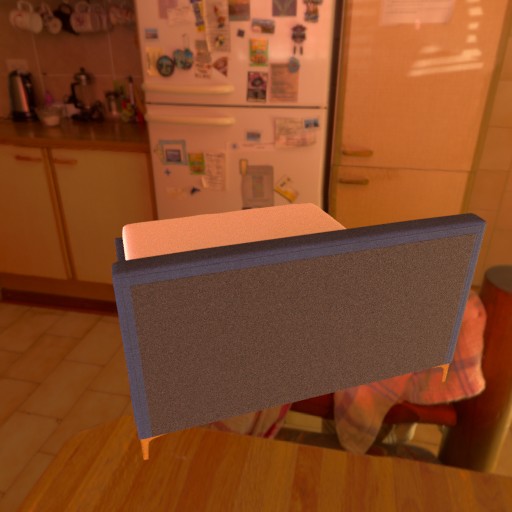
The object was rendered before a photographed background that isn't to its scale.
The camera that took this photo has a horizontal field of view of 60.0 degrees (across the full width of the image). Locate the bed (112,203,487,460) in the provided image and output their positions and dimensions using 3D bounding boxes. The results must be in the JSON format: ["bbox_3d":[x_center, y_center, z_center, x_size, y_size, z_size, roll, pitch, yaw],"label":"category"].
[{"bbox_3d":[0.000,0.000,3.460,2.096,1.231,2.232,-8,28,-16],"label":"bed"}]
